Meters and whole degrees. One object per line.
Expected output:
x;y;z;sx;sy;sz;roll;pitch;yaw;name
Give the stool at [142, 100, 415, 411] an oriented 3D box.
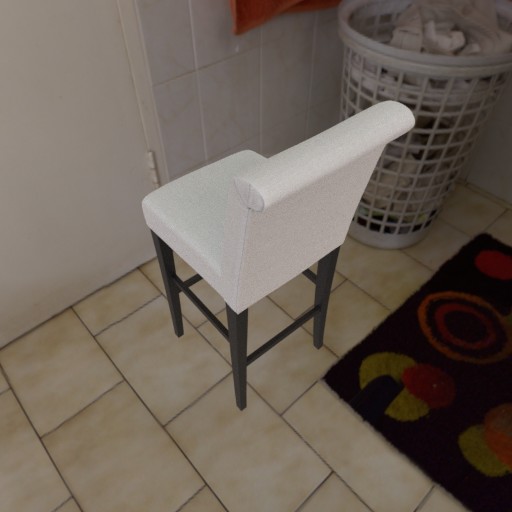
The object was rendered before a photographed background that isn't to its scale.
0.000;0.000;1.436;0.452;1.124;0.597;-32;55;-26;stool
